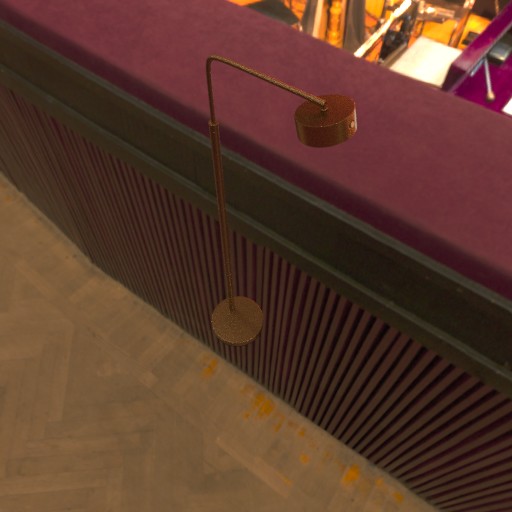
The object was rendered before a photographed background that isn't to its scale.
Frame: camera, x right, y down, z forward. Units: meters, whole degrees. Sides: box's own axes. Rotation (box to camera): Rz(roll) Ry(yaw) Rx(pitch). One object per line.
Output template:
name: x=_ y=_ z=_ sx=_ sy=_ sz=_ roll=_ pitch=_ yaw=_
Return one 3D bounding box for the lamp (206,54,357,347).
lamp: x=0.000 y=0.000 z=1.375 sx=0.418 sy=1.230 sz=0.219 roll=32 pitch=62 yaw=20
